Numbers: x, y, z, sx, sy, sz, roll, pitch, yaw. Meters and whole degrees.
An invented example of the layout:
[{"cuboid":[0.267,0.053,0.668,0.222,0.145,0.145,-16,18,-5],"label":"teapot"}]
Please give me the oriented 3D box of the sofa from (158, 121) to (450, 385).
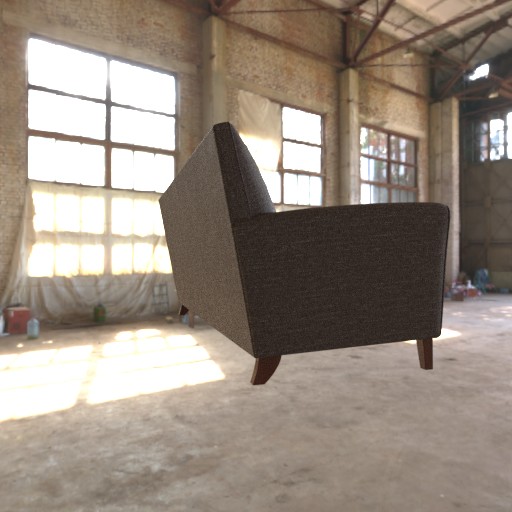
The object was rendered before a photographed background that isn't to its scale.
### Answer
[{"cuboid":[0.000,0.000,2.407,0.875,0.846,1.976,0,0,-17],"label":"sofa"}]
